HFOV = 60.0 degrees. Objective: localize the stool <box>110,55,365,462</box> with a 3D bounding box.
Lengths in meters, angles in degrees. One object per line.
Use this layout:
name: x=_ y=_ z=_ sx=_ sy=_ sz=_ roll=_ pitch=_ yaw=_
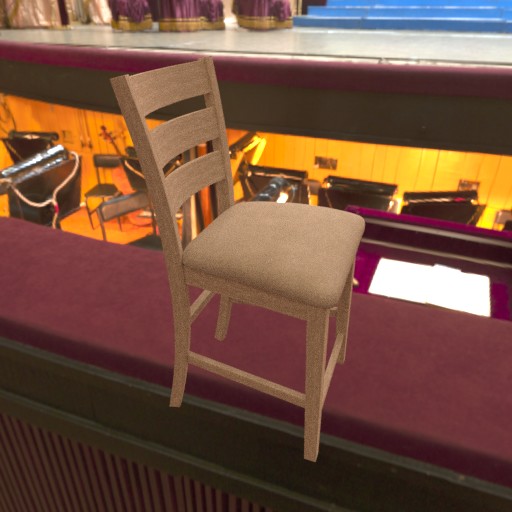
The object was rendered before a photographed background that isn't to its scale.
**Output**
stool: x=0.000 y=0.000 z=1.308 sx=0.569 sy=1.032 sz=0.484 roll=10 pitch=31 yaw=18
